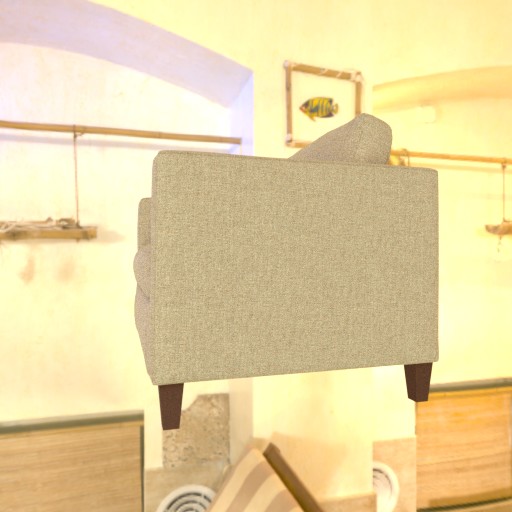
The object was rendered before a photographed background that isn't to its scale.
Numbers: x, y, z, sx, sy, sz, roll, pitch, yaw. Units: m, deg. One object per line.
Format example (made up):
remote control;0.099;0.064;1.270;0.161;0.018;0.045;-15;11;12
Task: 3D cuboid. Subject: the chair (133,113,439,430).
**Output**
chair;0.000;0.000;1.820;0.959;0.961;1.107;0;0;-17
